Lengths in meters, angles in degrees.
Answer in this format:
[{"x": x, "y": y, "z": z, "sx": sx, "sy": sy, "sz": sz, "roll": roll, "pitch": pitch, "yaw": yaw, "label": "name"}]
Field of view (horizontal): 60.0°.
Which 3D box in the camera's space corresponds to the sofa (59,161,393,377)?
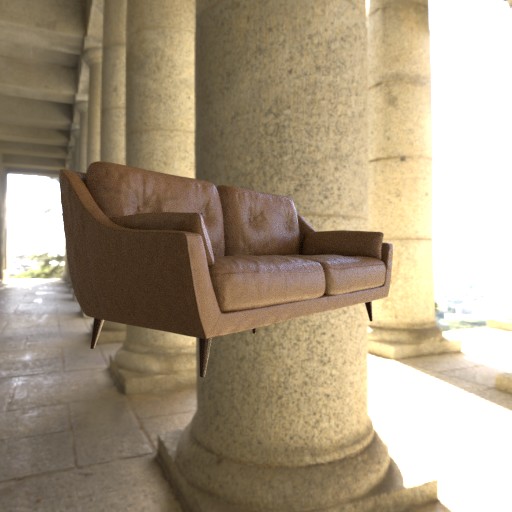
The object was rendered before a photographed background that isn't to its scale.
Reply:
[{"x": 0.000, "y": 0.000, "z": 2.389, "sx": 0.904, "sy": 0.839, "sz": 1.902, "roll": 0, "pitch": 0, "yaw": 36, "label": "sofa"}]
